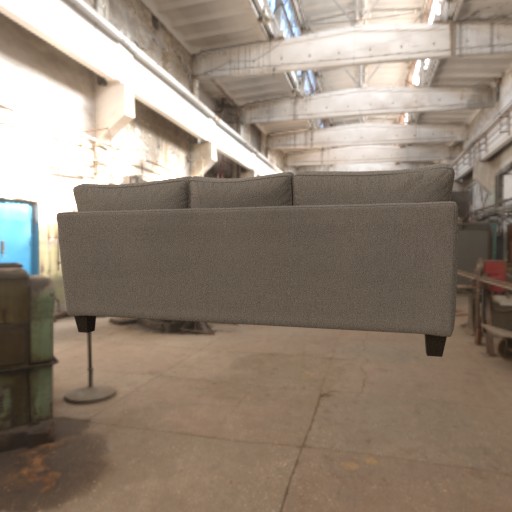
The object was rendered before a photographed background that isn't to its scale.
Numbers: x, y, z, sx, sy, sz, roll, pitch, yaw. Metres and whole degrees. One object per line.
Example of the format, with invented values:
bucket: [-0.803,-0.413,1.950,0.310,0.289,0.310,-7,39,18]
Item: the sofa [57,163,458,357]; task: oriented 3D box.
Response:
sofa: [0.000,0.000,2.897,2.323,0.991,1.016,0,1,17]
